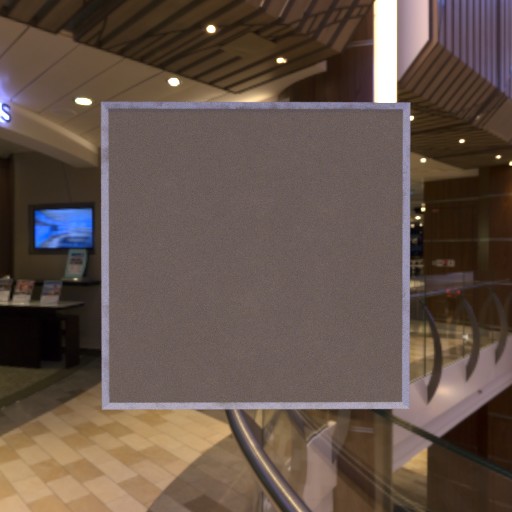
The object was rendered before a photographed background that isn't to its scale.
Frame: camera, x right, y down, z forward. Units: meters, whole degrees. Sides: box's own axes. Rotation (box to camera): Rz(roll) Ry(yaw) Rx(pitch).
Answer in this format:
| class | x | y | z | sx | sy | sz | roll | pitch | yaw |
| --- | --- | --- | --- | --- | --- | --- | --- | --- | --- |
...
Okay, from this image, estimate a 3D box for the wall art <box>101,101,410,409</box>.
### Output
| class | x | y | z | sx | sy | sz | roll | pitch | yaw |
| --- | --- | --- | --- | --- | --- | --- | --- | --- | --- |
| wall art | 0.000 | 0.000 | 0.744 | 0.508 | 0.506 | 0.029 | 0 | 1 | 0 |
